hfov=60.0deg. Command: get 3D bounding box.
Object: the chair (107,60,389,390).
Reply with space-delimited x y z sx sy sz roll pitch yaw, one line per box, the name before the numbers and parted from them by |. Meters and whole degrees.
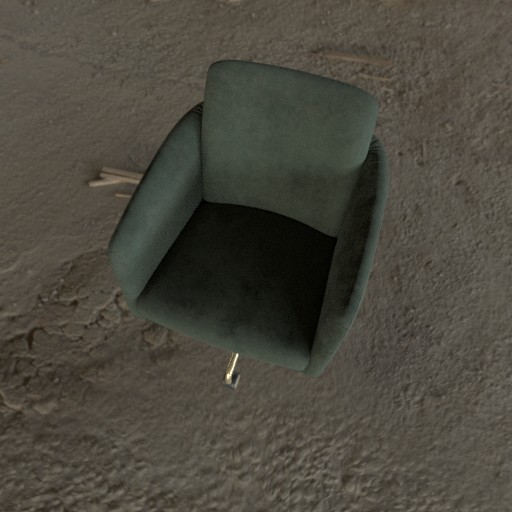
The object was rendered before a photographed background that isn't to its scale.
chair | 0.000 0.000 1.350 0.641 0.908 0.635 17 59 11
